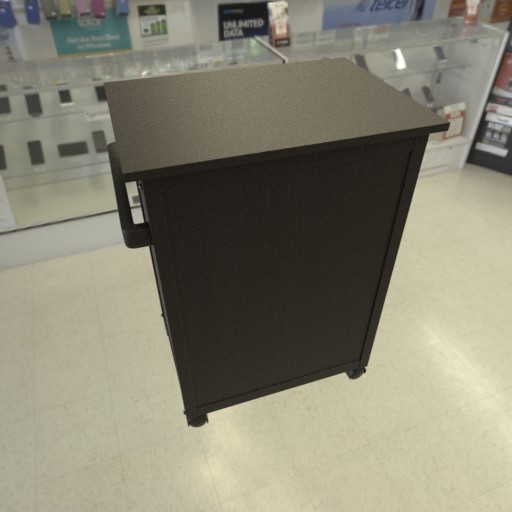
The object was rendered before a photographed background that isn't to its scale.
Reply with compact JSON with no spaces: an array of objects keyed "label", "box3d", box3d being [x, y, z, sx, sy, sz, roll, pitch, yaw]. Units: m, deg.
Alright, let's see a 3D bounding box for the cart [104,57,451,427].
[{"label":"cart","box3d":[0.000,0.000,1.246,0.660,0.879,0.456,-12,42,-14]}]
